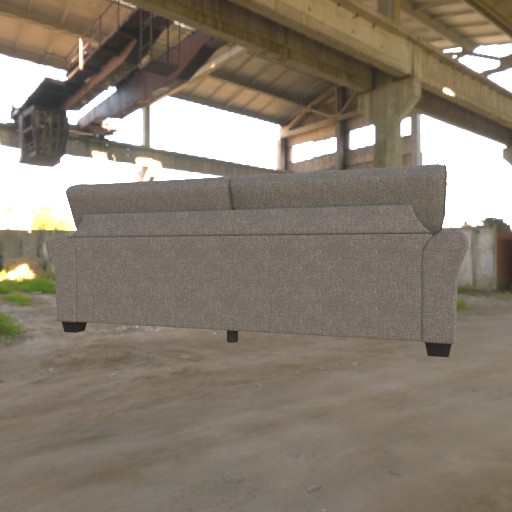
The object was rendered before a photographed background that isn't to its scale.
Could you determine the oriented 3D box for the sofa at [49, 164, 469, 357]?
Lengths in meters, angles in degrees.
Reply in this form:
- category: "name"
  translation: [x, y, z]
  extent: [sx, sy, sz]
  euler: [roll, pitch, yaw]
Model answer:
- category: "sofa"
  translation: [0.000, 0.000, 2.466]
  extent: [2.032, 0.813, 0.889]
  euler: [0, 0, 18]
